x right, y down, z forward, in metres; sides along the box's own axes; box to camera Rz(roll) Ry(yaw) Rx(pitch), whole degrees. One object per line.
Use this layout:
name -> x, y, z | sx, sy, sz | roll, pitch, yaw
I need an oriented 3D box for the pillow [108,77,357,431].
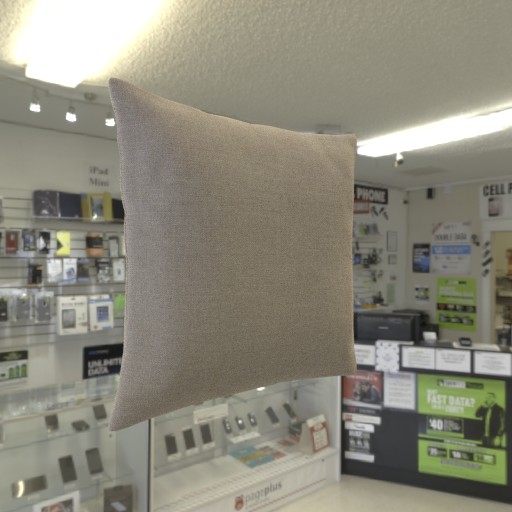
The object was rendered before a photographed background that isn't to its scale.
pillow -> 0.000, 0.000, 0.788 | 0.523, 0.510, 0.166 | 0, 0, -35
